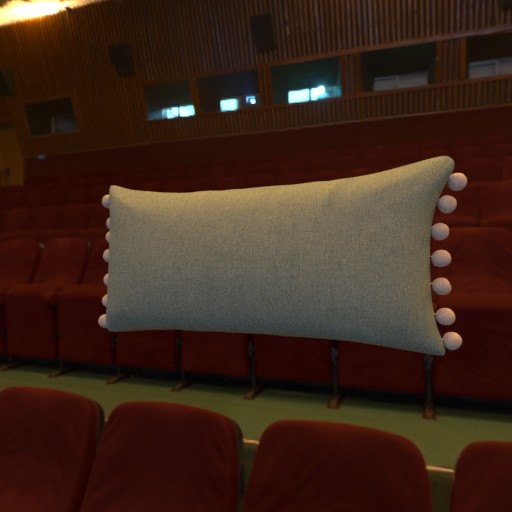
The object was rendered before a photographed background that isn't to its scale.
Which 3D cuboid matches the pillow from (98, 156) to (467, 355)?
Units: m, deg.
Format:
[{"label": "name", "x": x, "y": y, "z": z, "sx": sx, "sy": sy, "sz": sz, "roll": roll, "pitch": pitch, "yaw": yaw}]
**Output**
[{"label": "pillow", "x": 0.000, "y": 0.000, "z": 0.815, "sx": 0.709, "sy": 0.322, "sz": 0.201, "roll": 0, "pitch": 0, "yaw": 19}]
